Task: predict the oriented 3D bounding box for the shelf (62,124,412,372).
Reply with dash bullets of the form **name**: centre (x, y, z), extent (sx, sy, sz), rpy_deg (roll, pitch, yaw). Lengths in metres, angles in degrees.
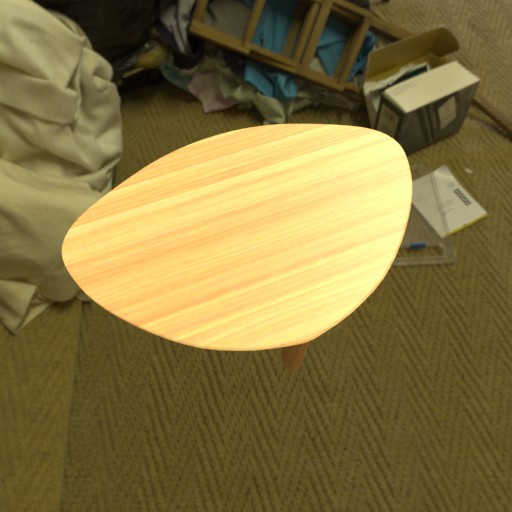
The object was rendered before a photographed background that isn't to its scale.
- **shelf**: centre (0.000, 0.000, 1.674), extent (1.246, 0.440, 0.845), rpy_deg (-19, 65, -10)
